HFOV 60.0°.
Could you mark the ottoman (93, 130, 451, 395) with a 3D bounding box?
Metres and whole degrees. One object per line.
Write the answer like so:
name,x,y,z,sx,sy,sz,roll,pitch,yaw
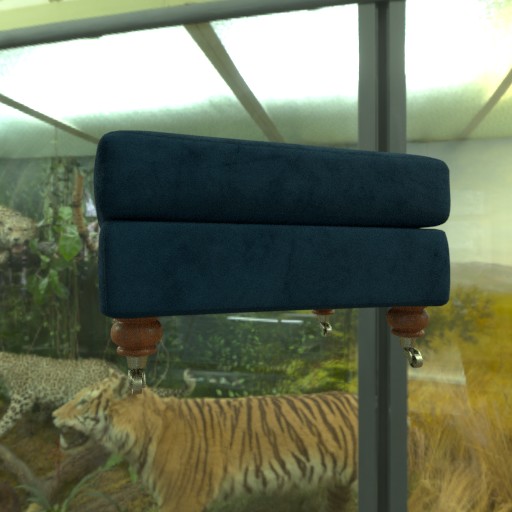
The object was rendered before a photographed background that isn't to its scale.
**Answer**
ottoman,0.000,0.000,1.131,0.773,0.503,0.572,0,0,-19
